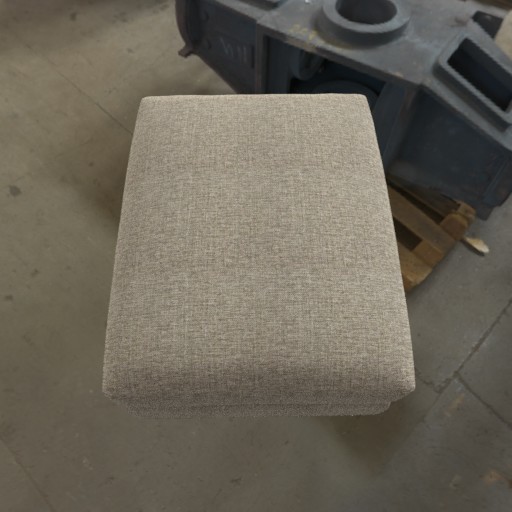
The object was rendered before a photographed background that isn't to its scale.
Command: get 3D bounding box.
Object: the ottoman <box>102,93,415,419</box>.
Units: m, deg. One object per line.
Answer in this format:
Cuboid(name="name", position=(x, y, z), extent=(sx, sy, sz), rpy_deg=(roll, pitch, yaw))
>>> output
Cuboid(name="ottoman", position=(0.000, 0.000, 1.110), extent=(0.584, 0.513, 0.741), rpy_deg=(-1, 64, 0))
